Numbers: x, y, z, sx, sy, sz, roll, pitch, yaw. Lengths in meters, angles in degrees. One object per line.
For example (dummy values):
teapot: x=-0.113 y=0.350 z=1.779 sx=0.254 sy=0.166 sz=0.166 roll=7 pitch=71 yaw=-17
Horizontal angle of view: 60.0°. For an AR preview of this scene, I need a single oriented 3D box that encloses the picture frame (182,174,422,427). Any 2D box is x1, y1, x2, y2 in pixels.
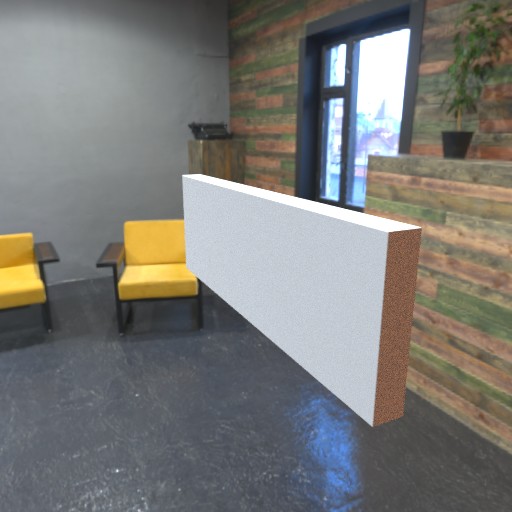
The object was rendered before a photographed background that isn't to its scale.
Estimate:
picture frame: x=0.000 y=0.000 z=0.858 sx=0.050 sy=0.250 sz=0.759 roll=-7 pitch=17 yaw=-25
